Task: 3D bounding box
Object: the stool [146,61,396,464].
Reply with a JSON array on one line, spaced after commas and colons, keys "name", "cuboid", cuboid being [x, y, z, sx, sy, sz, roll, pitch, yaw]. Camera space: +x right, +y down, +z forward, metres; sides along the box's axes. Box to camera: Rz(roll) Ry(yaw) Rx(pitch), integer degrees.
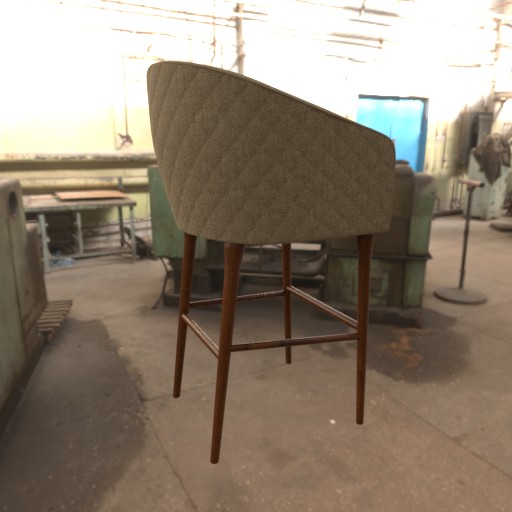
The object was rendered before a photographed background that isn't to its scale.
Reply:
[{"name": "stool", "cuboid": [0.000, 0.000, 1.392, 0.607, 1.078, 0.559, -7, 16, -26]}]
